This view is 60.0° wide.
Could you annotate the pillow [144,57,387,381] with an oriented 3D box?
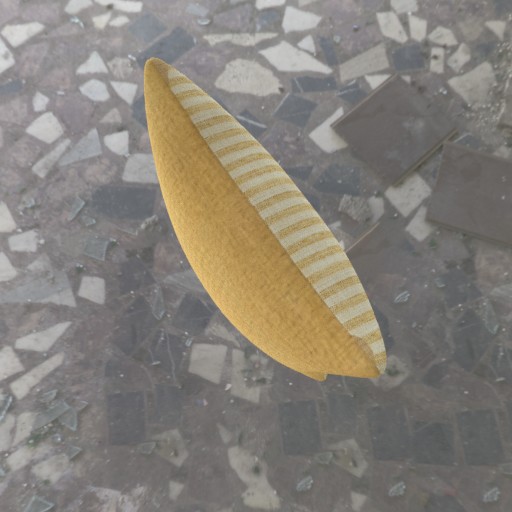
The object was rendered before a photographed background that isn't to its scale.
[{"bbox_3d":[0.000,0.000,0.637,0.173,0.407,0.419,-33,77,-9],"label":"pillow"}]
